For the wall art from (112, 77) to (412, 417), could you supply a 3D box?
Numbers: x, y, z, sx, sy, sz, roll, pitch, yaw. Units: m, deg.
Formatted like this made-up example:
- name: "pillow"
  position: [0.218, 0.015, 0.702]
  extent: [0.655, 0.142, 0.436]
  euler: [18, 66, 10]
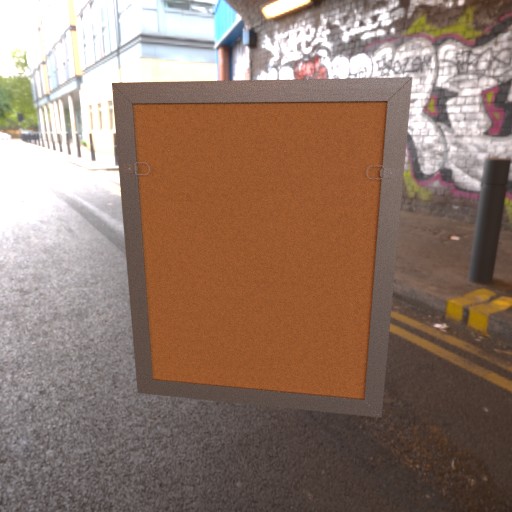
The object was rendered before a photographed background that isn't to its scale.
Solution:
- name: "wall art"
  position: [0.000, 0.000, 0.514]
  extent: [0.308, 0.379, 0.030]
  euler: [3, 16, 9]
